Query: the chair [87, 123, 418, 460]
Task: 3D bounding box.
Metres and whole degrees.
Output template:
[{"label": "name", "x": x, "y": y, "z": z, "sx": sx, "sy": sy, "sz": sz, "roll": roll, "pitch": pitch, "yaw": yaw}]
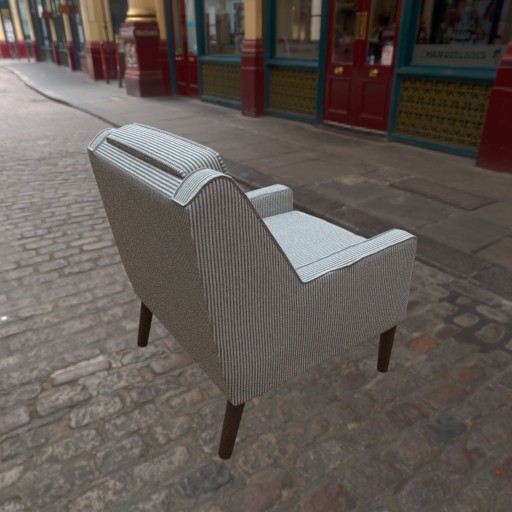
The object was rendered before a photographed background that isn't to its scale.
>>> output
[{"label": "chair", "x": 0.000, "y": 0.000, "z": 1.363, "sx": 0.743, "sy": 0.792, "sz": 0.663, "roll": -16, "pitch": 30, "yaw": -31}]
